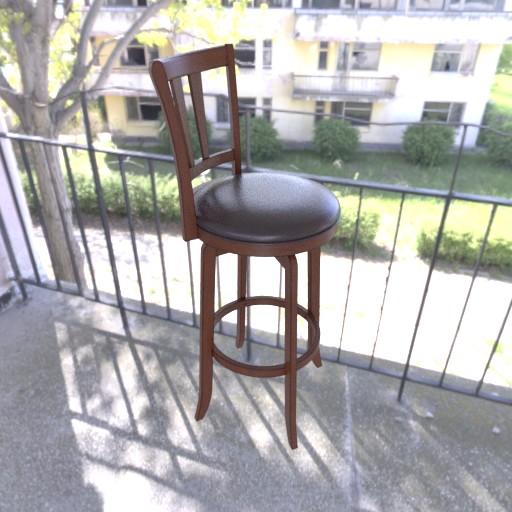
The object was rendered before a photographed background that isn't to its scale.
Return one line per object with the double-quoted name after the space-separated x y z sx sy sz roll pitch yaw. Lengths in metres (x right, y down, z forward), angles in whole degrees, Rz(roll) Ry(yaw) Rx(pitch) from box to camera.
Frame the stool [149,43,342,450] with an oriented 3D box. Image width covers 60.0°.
0.000 0.000 1.404 0.503 1.177 0.464 10 32 16 "stool"
